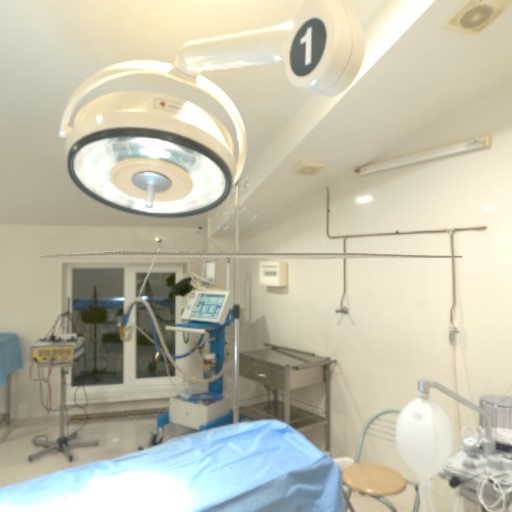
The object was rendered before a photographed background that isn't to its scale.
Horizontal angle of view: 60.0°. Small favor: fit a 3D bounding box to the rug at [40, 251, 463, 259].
[{"bbox_3d":[0.000,0.000,2.241,1.804,0.022,1.162,1,-1,-35],"label":"rug"}]
